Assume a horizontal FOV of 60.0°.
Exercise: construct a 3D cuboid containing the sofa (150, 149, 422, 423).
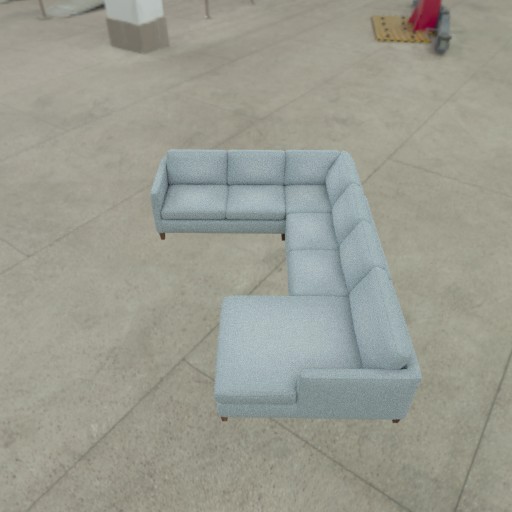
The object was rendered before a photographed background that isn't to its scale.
[{"bbox_3d":[0.000,0.000,4.716,2.551,0.889,3.403,0,41,0],"label":"sofa"}]
